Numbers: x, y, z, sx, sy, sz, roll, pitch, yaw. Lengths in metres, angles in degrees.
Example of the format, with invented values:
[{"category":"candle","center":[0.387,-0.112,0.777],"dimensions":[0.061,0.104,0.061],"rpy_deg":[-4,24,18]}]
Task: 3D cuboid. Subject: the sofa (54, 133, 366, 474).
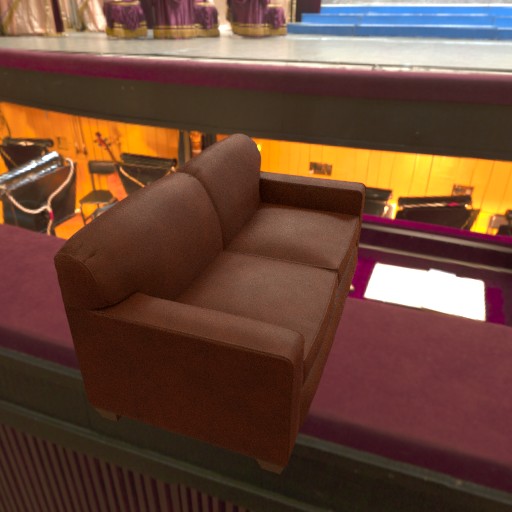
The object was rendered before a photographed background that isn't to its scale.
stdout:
[{"category":"sofa","center":[0.000,0.000,2.444],"dimensions":[1.000,0.966,1.856],"rpy_deg":[10,31,17]}]
